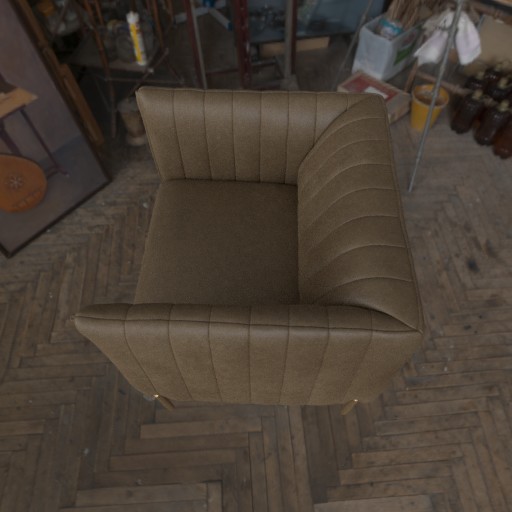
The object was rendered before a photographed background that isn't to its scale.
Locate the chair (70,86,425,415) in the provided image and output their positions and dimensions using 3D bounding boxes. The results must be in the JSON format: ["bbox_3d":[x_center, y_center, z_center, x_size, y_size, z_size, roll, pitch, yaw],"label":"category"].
[{"bbox_3d":[0.000,0.000,1.614,0.876,0.779,0.981,2,58,1],"label":"chair"}]
